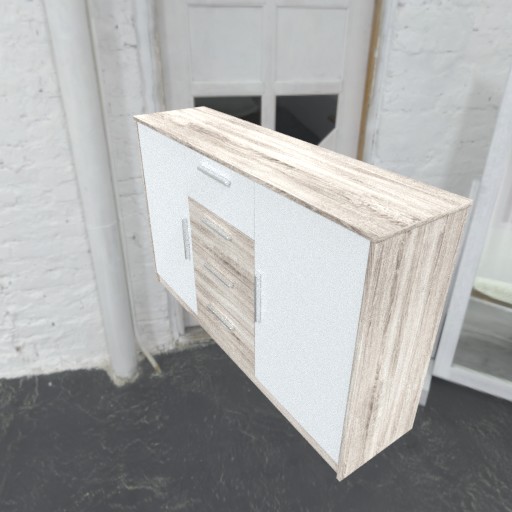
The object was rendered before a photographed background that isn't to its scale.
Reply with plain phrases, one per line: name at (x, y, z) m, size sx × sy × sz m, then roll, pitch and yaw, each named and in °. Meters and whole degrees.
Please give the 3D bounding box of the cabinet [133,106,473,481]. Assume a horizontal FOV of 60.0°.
cabinet at (0.000, 0.000, 1.810) m, size 0.380 × 0.900 × 1.450 m, roll -19°, pitch 35°, yaw -30°
